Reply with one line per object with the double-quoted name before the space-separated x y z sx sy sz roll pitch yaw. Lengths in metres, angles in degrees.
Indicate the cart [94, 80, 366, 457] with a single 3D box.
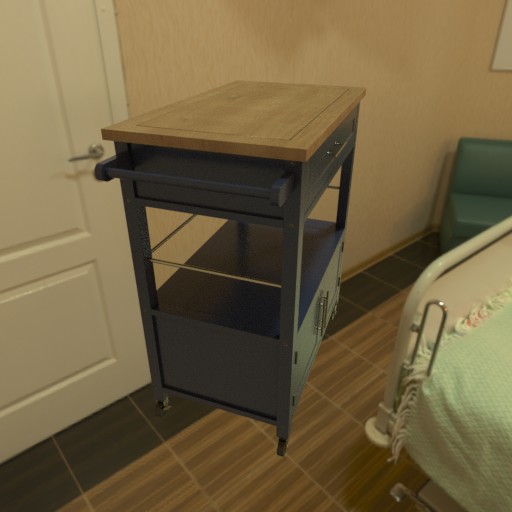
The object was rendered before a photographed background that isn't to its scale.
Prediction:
"cart" 0.000 0.000 1.385 0.459 0.901 0.840 10 31 18
